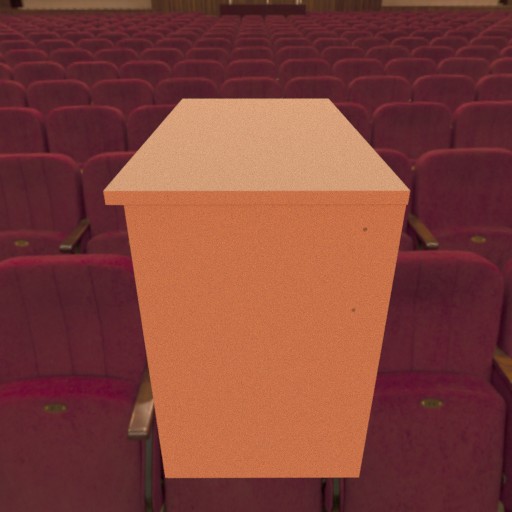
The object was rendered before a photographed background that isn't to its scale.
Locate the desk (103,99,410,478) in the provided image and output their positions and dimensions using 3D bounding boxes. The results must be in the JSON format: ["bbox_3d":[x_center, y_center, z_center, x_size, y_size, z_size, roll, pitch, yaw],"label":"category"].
[{"bbox_3d":[0.000,0.000,1.287,0.498,0.729,0.900,0,29,0],"label":"desk"}]
